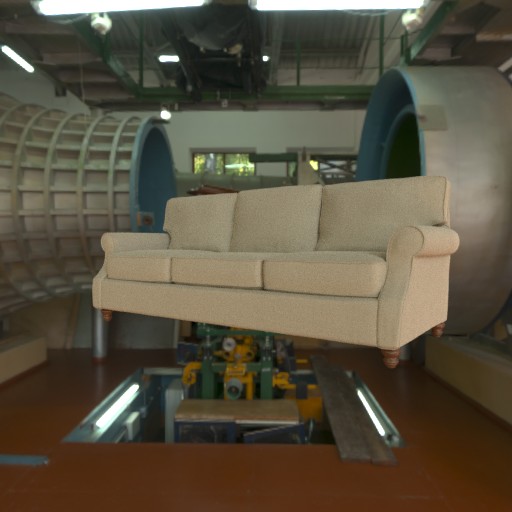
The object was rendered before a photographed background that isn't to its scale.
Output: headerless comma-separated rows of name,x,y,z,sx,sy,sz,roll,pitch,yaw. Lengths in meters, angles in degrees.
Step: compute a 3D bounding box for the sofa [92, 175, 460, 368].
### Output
sofa,0.000,0.000,2.884,2.354,0.948,0.966,1,2,36
